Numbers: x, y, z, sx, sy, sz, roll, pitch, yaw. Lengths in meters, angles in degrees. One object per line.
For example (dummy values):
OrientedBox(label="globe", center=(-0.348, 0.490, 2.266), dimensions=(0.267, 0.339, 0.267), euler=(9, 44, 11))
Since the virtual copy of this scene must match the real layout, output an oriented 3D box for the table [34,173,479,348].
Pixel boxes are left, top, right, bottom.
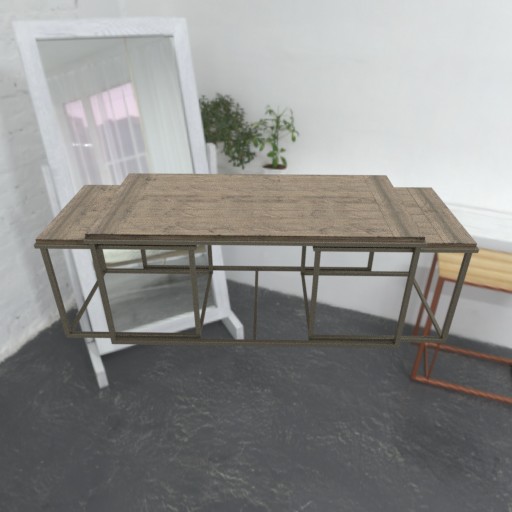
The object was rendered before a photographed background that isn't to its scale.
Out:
OrientedBox(label="table", center=(0.000, 0.000, 1.573), dimensions=(1.312, 0.427, 0.489), euler=(1, 32, 1))
